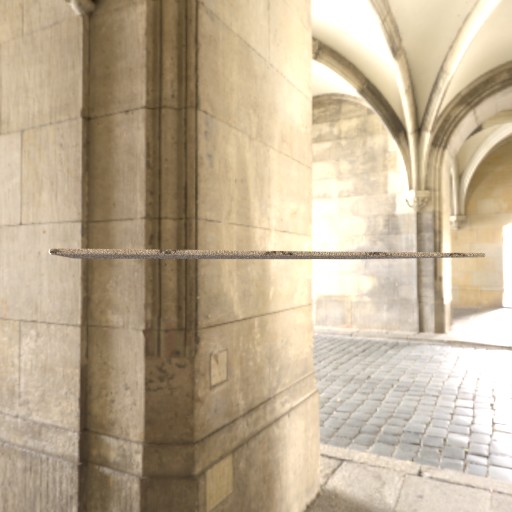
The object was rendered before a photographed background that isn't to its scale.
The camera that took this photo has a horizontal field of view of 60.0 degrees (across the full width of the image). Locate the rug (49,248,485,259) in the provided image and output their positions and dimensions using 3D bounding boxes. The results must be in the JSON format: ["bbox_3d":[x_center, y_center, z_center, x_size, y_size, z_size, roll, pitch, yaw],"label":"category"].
[{"bbox_3d":[0.000,0.000,3.437,2.743,0.030,1.778,0,-1,-19],"label":"rug"}]
